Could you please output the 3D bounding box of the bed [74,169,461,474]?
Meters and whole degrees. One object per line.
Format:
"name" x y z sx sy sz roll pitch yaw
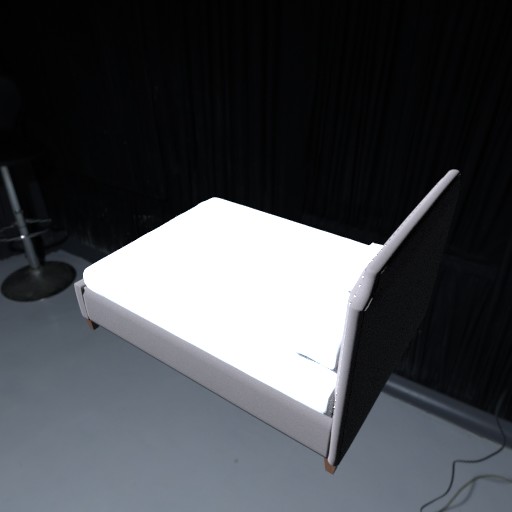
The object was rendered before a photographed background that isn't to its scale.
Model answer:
"bed" 0.000 0.000 3.377 2.372 1.443 1.713 21 38 29
